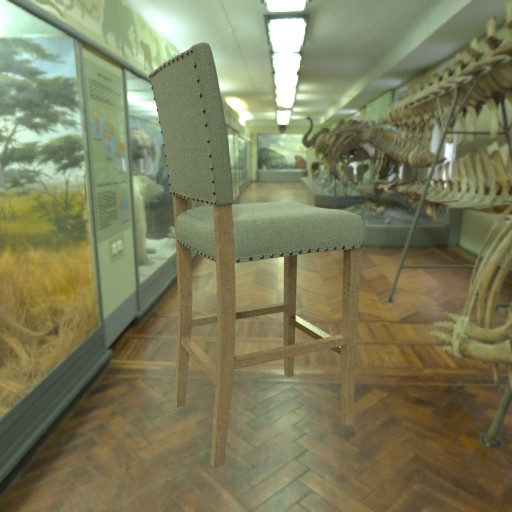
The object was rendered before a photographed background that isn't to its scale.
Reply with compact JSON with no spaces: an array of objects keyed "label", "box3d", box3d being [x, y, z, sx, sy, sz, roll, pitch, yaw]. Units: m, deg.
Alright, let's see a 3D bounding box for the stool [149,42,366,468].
[{"label":"stool","box3d":[0.000,0.000,1.507,0.585,1.203,0.445,-6,14,-27]}]
